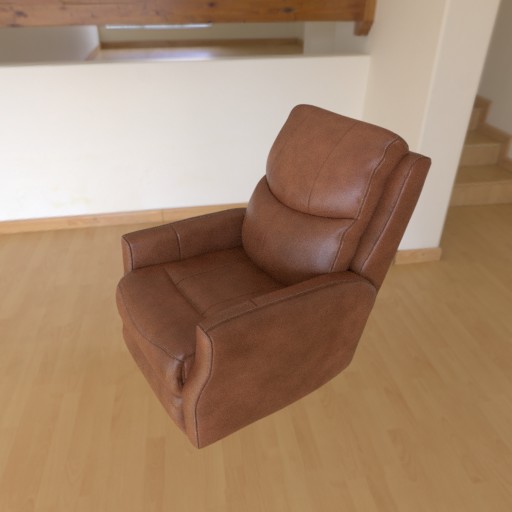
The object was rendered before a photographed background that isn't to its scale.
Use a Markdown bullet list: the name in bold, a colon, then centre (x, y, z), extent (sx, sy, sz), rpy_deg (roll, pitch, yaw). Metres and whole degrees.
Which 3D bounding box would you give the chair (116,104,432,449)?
- **chair**: centre (0.000, 0.000, 1.792), extent (1.072, 1.016, 0.821), rpy_deg (-20, 37, -28)
